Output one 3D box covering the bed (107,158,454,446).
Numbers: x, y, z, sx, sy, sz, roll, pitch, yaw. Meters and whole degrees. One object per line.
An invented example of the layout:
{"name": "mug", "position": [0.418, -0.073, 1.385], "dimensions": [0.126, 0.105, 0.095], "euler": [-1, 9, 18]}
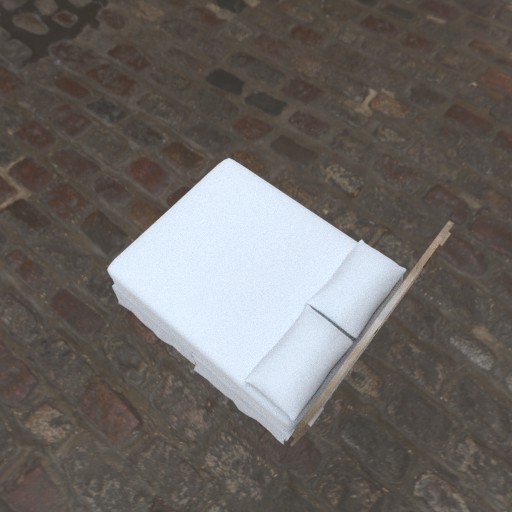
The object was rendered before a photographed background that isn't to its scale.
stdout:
{"name": "bed", "position": [0.000, 0.000, 3.418], "dimensions": [2.112, 2.002, 1.713], "euler": [36, 68, 17]}
